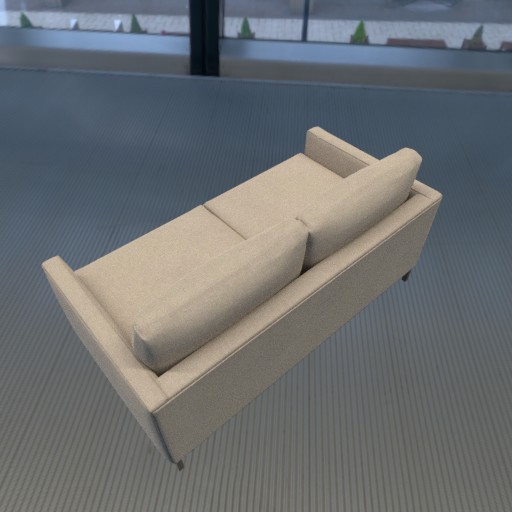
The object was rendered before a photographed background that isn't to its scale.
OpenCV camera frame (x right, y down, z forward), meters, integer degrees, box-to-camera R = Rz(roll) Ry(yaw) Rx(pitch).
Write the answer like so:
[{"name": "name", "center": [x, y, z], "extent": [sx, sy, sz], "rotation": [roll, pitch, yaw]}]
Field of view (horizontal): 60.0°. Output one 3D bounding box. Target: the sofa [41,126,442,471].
[{"name": "sofa", "center": [0.000, 0.000, 2.133], "extent": [1.682, 0.840, 0.875], "rotation": [-32, 54, -27]}]
